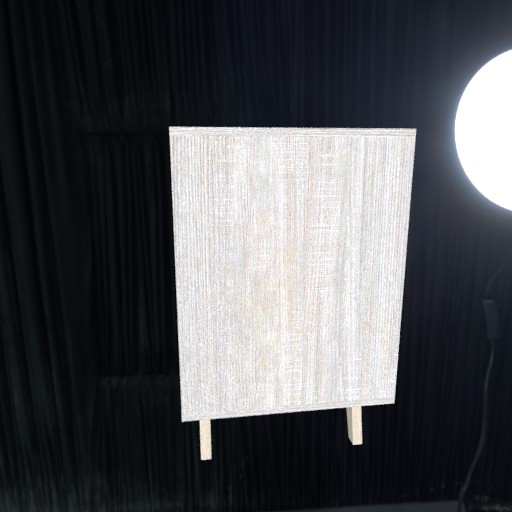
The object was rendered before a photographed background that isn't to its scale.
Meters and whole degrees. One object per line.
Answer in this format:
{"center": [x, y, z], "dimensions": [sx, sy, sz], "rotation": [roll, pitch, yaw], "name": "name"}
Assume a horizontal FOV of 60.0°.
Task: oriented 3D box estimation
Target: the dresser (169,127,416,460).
{"center": [0.000, 0.000, 1.499], "dimensions": [0.500, 0.780, 1.110], "rotation": [-2, 13, -8], "name": "dresser"}
